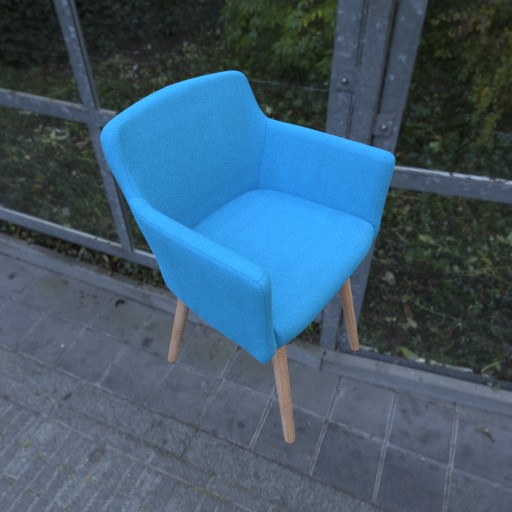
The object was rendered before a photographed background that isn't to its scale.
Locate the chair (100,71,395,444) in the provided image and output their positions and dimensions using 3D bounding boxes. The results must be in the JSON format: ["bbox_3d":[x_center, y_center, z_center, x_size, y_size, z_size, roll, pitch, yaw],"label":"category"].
[{"bbox_3d":[0.000,0.000,1.167,0.540,0.780,0.570,26,47,27],"label":"chair"}]
